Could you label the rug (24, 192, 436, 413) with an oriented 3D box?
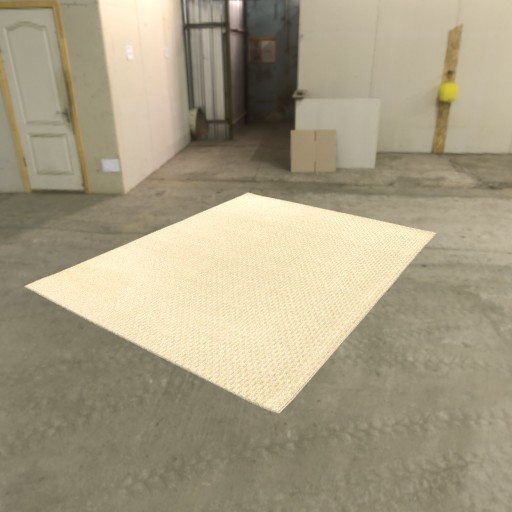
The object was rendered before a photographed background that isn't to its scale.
[{"bbox_3d":[0.000,0.000,3.837,2.277,0.035,2.897,17,30,31],"label":"rug"}]
